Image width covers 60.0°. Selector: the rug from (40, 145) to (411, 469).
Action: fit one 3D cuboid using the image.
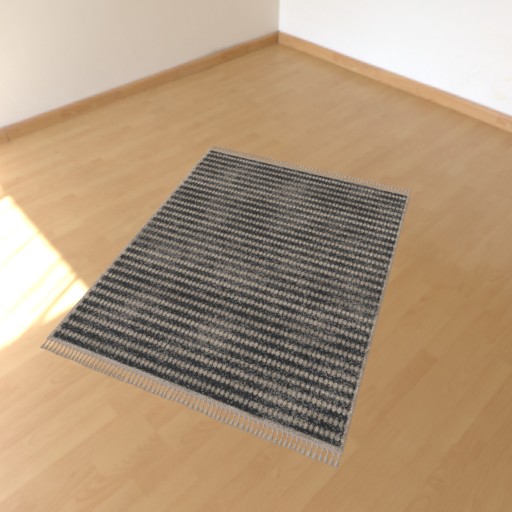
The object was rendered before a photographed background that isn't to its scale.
[{"bbox_3d":[0.000,0.000,3.884,2.256,0.013,2.910,16,48,15],"label":"rug"}]
